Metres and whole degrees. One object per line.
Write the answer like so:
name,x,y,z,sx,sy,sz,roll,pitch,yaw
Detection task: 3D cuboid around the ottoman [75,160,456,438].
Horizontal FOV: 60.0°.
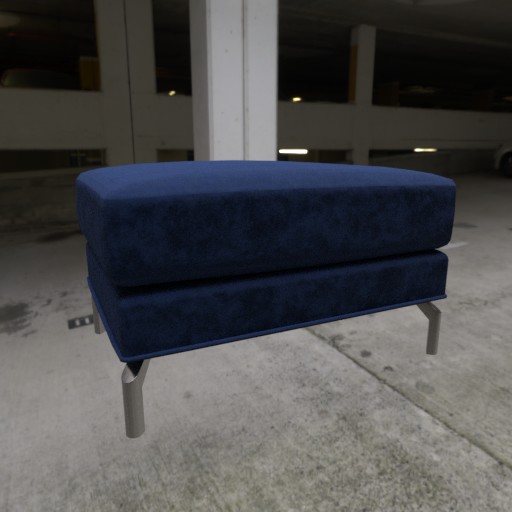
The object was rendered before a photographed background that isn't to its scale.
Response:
ottoman,0.000,0.000,1.189,0.835,0.498,0.587,-7,15,-25
